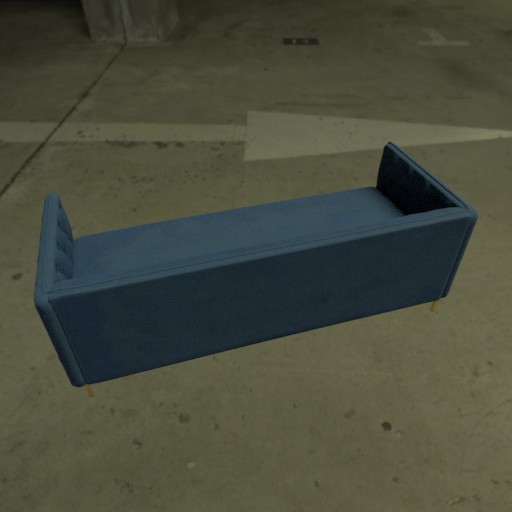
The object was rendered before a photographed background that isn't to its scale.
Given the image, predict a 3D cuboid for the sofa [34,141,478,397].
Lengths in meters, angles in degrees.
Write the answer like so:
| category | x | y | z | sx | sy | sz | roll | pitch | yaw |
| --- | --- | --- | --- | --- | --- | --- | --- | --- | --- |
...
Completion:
| category | x | y | z | sx | sy | sz | roll | pitch | yaw |
| --- | --- | --- | --- | --- | --- | --- | --- | --- | --- |
| sofa | 0.000 | 0.000 | 2.596 | 2.209 | 0.771 | 0.895 | -11 | 41 | -13 |
